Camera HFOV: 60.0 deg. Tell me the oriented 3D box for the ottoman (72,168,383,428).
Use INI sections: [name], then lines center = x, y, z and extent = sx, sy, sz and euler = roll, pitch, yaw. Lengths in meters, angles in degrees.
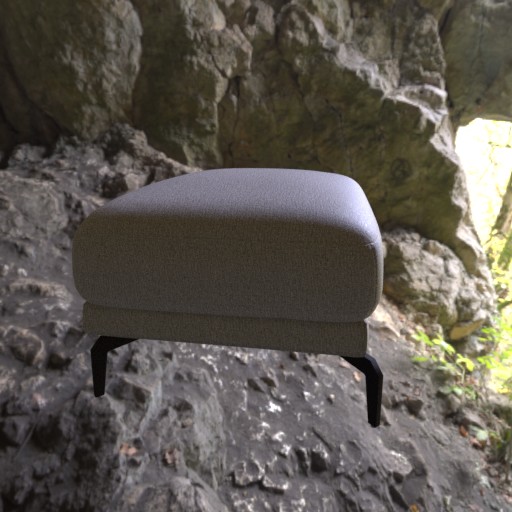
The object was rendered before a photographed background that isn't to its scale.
[ottoman]
center = 0.000, 0.000, 1.107
extent = 0.568, 0.420, 0.772
euler = 3, 16, 10
